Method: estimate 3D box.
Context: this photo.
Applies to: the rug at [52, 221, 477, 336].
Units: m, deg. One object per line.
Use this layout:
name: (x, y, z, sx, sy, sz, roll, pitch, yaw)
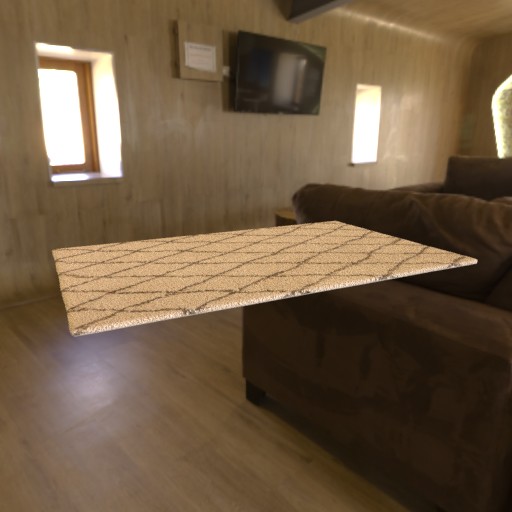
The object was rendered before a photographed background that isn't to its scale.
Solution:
rug: (0.000, 0.000, 2.977, 2.438, 0.030, 1.524, -7, 17, -26)
